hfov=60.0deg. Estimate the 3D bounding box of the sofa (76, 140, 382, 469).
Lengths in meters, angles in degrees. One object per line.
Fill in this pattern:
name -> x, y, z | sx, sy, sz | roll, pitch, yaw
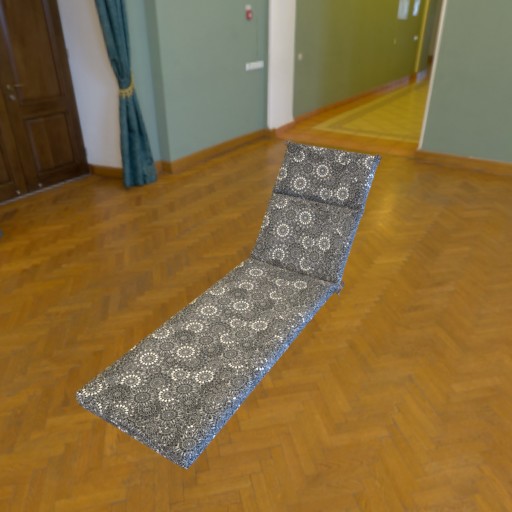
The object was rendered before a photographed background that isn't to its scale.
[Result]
sofa -> 0.000, 0.000, 1.963 | 0.582, 0.622, 1.663 | 17, 33, 27
